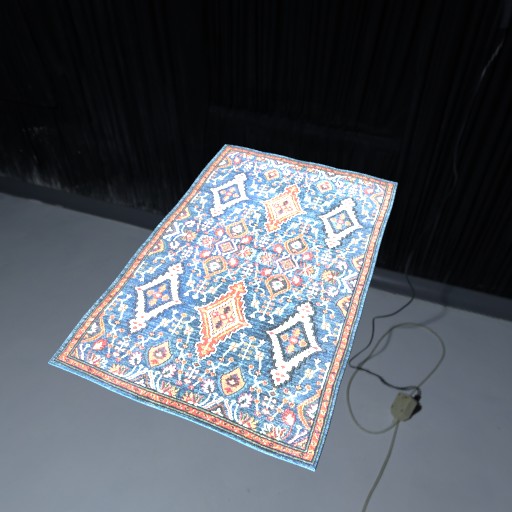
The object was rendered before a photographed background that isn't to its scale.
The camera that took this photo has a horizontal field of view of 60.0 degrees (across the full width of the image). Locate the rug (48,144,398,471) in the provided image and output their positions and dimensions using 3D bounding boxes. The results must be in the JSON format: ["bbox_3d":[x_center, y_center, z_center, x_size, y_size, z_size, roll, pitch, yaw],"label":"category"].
[{"bbox_3d":[0.000,0.000,2.328,1.195,0.014,1.847,16,48,15],"label":"rug"}]
